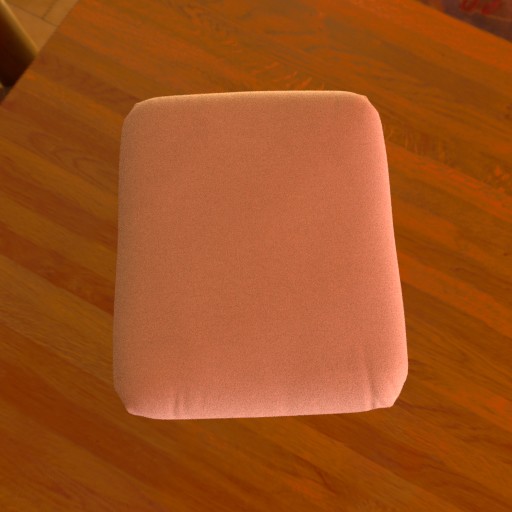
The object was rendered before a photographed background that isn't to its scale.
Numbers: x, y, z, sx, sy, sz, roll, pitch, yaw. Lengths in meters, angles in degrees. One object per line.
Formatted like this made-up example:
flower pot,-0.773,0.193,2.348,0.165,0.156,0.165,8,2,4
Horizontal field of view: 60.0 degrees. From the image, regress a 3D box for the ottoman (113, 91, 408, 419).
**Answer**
ottoman,0.000,0.000,1.122,0.622,0.450,0.746,-2,77,0
